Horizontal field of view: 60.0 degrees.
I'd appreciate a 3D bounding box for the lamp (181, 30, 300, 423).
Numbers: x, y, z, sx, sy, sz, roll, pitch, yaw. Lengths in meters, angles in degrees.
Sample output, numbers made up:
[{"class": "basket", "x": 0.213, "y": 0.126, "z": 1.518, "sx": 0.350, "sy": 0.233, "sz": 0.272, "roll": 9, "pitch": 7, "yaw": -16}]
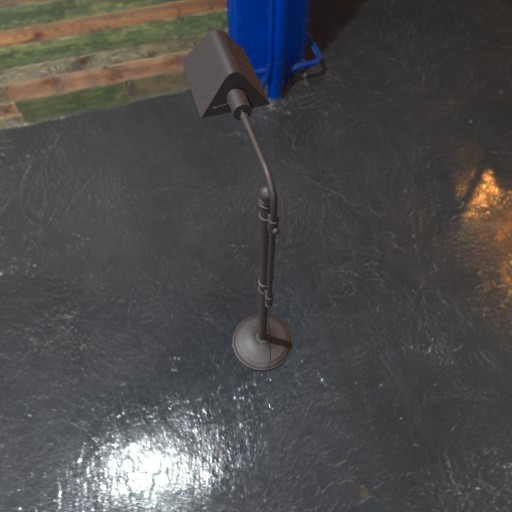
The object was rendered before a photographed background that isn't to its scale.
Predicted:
[{"class": "lamp", "x": 0.000, "y": 0.000, "z": 0.918, "sx": 0.159, "sy": 0.708, "sz": 0.545, "roll": -14, "pitch": 59, "yaw": -9}]
